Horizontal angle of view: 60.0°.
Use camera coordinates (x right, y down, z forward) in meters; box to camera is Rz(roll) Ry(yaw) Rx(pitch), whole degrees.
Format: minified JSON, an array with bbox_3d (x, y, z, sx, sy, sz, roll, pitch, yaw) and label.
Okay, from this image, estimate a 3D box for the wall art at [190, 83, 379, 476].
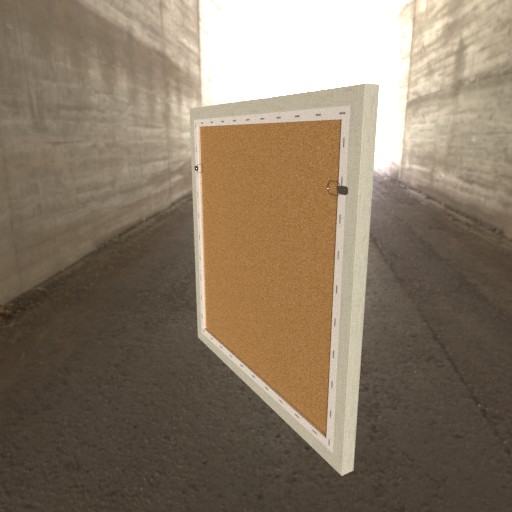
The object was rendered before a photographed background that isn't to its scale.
[{"bbox_3d":[0.000,0.000,1.526,0.045,1.016,1.016,-9,17,-29],"label":"wall art"}]
